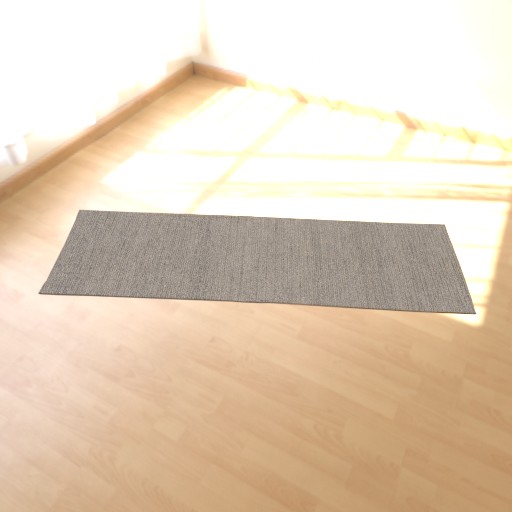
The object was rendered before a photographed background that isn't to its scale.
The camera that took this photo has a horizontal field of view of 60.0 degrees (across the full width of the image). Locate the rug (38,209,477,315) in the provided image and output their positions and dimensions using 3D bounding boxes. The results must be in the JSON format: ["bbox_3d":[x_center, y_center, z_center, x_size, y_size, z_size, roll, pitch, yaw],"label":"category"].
[{"bbox_3d":[0.000,0.000,2.558,2.320,0.032,0.692,3,46,2],"label":"rug"}]
